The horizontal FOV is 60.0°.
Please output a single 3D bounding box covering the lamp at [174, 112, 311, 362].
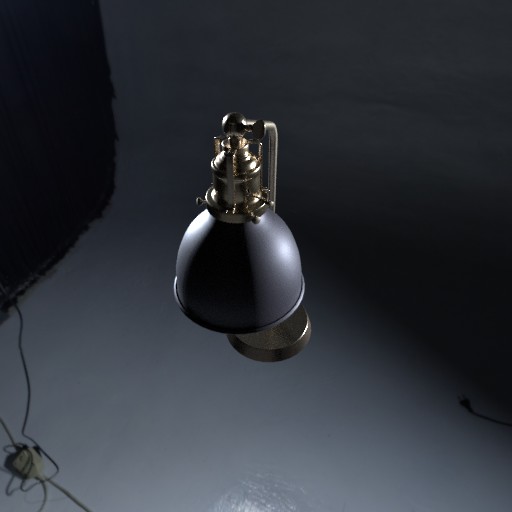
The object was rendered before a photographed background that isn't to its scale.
[{"bbox_3d":[0.000,0.000,0.599,0.160,0.456,0.291,12,43,13],"label":"lamp"}]
